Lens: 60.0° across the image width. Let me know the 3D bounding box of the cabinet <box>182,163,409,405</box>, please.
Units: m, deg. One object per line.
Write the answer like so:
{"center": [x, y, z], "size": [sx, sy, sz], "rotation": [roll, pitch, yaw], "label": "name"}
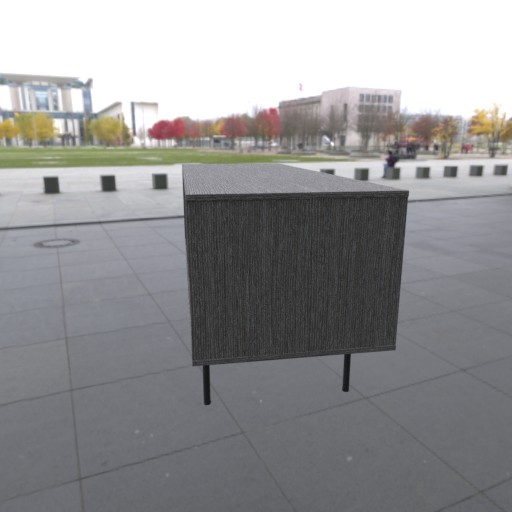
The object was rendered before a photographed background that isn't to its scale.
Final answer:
{"center": [0.000, 0.000, 1.613], "size": [0.500, 0.599, 1.300], "rotation": [-2, 15, -9], "label": "cabinet"}
